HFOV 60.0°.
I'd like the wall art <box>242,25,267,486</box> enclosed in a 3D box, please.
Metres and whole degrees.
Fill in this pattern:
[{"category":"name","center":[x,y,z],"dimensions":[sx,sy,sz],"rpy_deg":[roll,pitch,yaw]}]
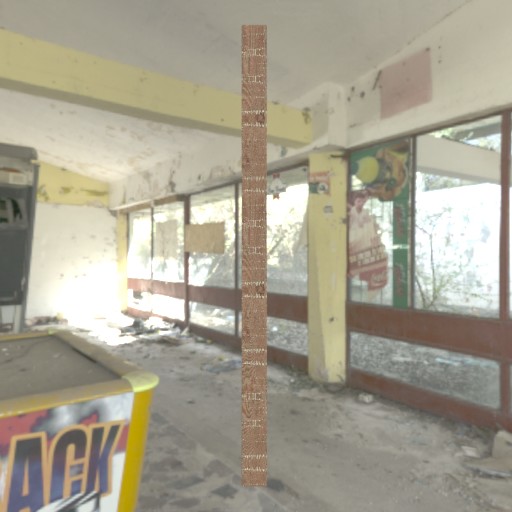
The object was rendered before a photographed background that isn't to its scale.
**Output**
[{"category":"wall art","center":[0.000,0.000,0.775],"dimensions":[0.029,0.531,0.531],"rpy_deg":[0,0,0]}]
